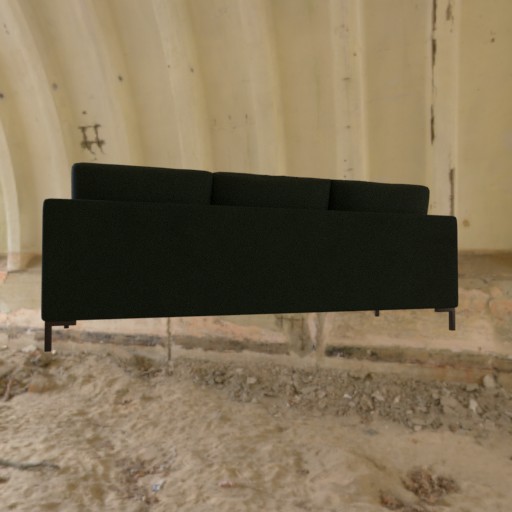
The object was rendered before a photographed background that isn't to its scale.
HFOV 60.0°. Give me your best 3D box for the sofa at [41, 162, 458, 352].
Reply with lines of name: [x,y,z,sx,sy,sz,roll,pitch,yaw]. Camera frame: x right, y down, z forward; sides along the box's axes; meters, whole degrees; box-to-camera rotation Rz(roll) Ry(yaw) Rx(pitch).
sofa: [0.000,0.000,2.648,2.218,0.870,0.859,1,-2,-18]
